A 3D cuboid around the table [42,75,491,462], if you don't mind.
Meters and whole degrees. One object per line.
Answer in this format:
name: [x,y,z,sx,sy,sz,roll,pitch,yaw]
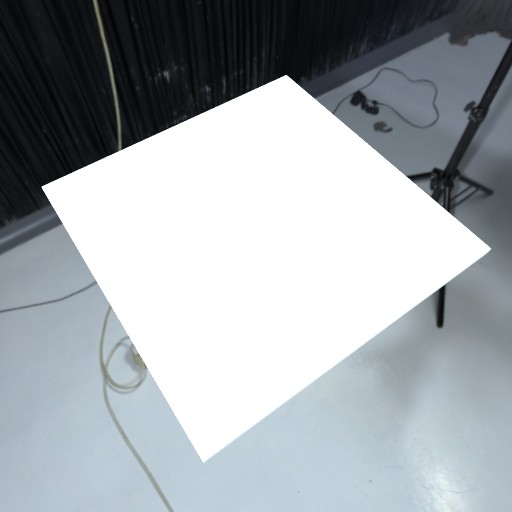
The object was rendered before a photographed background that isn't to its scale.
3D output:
table: [0.000,0.000,1.055,0.670,0.305,0.670,-31,63,-18]
